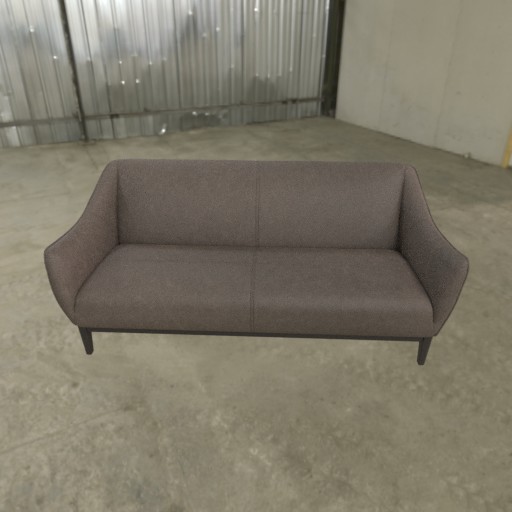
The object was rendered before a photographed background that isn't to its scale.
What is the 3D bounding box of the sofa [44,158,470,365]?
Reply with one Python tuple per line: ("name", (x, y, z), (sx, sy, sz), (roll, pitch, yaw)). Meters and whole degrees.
("sofa", (0.000, 0.000, 2.418), (1.928, 0.831, 0.869), (1, 29, 2))
